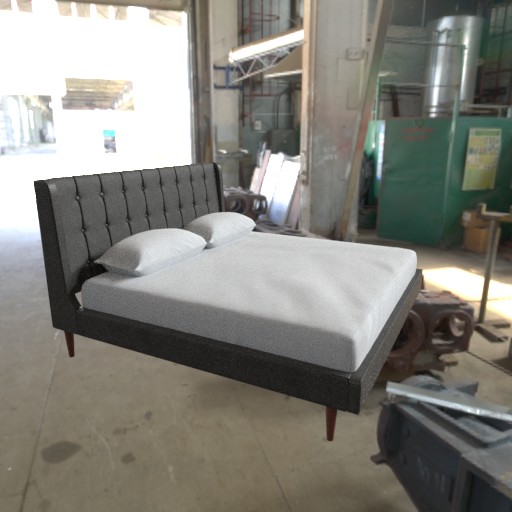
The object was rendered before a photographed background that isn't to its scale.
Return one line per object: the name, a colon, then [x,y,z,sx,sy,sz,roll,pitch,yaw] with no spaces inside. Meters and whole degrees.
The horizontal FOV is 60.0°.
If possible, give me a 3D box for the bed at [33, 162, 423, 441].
bed: [0.000,0.000,3.141,2.031,1.158,1.903,8,17,27]
